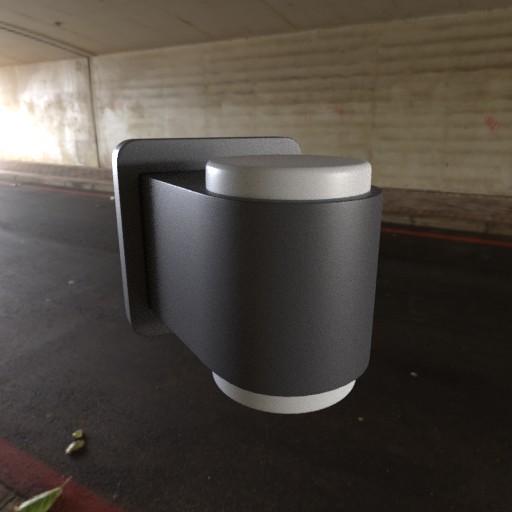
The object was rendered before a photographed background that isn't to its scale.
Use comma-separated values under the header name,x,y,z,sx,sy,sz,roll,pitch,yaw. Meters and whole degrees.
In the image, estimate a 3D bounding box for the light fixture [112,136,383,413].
name,x,y,z,sx,sy,sz,roll,pitch,yaw
light fixture,0.000,0.000,0.216,0.109,0.109,0.132,-8,19,-26
